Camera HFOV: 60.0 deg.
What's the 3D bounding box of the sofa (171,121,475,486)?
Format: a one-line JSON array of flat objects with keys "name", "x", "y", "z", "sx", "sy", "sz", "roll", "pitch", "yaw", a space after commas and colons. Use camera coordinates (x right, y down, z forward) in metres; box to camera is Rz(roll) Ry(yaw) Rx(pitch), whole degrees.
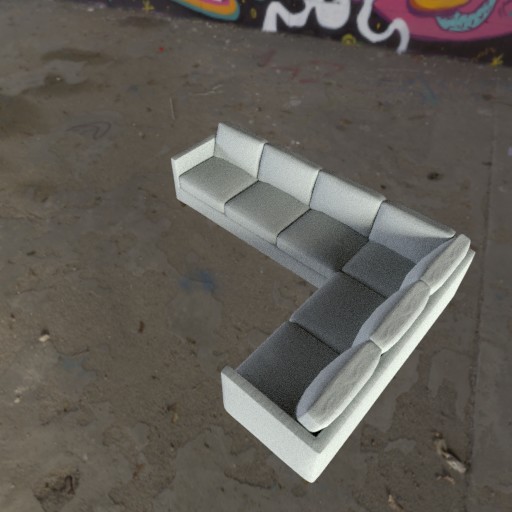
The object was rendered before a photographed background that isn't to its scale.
[{"name": "sofa", "x": 0.000, "y": 0.000, "z": 4.425, "sx": 3.333, "sy": 0.934, "sz": 2.522, "roll": 33, "pitch": 55, "yaw": 27}]
